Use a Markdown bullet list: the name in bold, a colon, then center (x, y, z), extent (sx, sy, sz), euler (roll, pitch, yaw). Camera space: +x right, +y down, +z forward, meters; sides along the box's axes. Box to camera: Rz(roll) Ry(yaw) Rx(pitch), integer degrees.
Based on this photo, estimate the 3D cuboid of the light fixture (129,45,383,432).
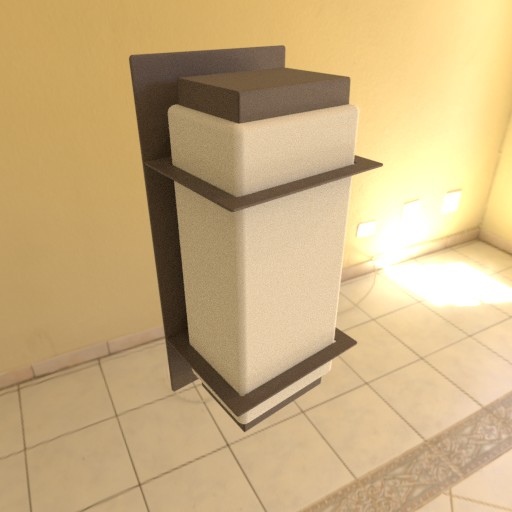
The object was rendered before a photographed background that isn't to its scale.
- **light fixture**: center (0.000, 0.000, 0.418), extent (0.153, 0.347, 0.146), euler (-21, 36, -32)
